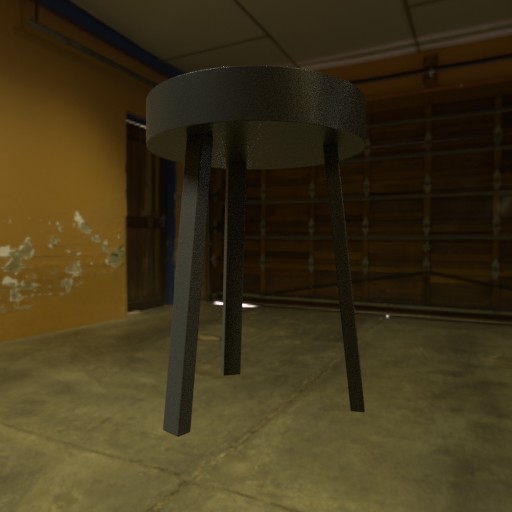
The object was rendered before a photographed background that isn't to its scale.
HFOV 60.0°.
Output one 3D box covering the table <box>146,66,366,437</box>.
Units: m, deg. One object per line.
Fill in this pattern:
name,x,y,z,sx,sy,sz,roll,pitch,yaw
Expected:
table,0.000,0.000,0.850,0.406,0.559,0.406,0,1,0
